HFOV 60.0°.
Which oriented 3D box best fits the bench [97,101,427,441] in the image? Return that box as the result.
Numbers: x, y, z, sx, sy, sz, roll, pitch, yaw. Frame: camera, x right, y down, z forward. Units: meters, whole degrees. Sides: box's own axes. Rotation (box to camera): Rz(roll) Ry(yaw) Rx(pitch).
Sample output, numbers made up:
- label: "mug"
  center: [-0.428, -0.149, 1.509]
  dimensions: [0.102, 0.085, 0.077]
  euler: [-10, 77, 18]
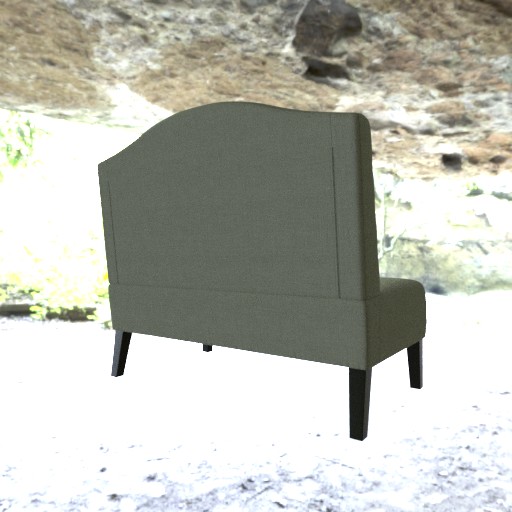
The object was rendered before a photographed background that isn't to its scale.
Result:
- label: "bench"
  center: [0.000, 0.000, 2.052]
  dimensions: [1.335, 1.180, 0.815]
  euler: [0, 0, 36]
